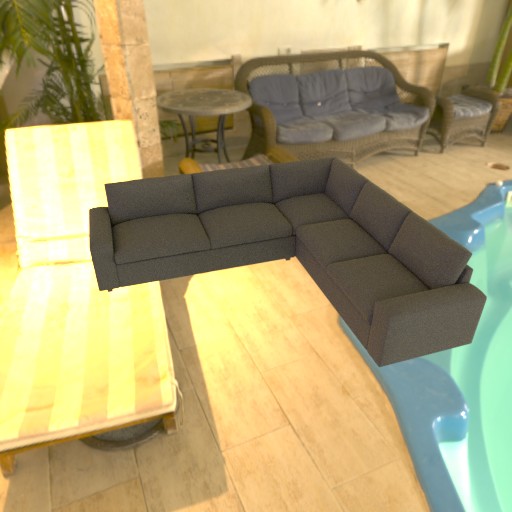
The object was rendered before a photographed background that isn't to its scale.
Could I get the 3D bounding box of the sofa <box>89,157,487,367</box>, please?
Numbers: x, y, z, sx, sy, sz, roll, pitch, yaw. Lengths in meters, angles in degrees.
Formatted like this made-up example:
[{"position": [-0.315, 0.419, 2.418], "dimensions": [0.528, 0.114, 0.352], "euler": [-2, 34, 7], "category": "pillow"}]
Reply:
[{"position": [0.000, 0.000, 4.629], "dimensions": [3.277, 0.965, 2.895], "euler": [-10, 33, -15], "category": "sofa"}]
